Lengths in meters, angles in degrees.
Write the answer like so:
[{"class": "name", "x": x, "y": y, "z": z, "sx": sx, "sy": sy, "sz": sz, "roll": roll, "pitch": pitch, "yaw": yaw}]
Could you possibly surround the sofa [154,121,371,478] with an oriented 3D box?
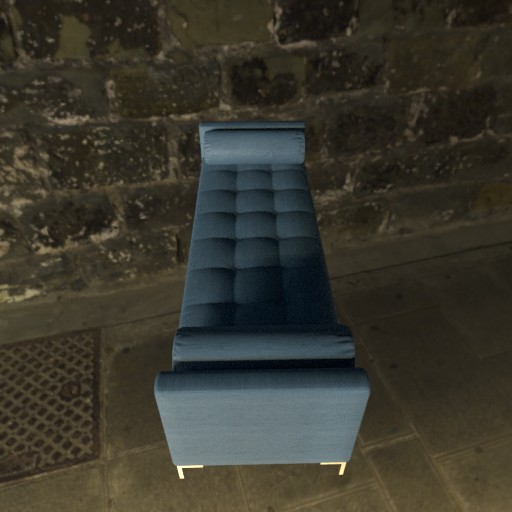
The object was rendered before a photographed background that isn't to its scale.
[{"class": "sofa", "x": 0.000, "y": 0.000, "z": 2.313, "sx": 0.686, "sy": 0.635, "sz": 1.981, "roll": -1, "pitch": 41, "yaw": -1}]
